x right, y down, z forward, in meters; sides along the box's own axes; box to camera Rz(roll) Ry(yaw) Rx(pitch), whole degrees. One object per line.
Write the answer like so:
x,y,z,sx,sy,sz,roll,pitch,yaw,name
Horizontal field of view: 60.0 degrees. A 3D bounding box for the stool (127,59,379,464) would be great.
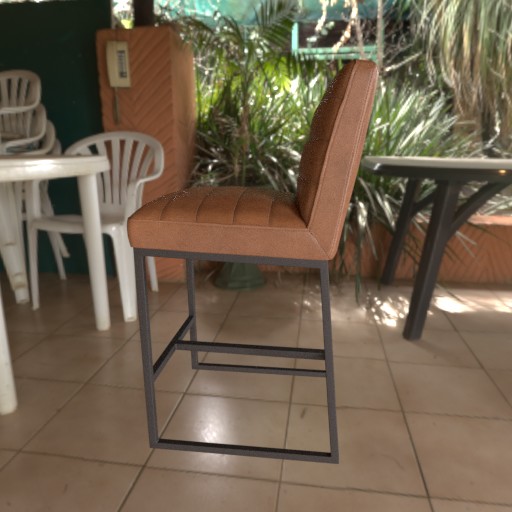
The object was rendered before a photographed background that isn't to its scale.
0.000,0.000,1.220,0.556,0.940,0.458,2,14,7,stool
